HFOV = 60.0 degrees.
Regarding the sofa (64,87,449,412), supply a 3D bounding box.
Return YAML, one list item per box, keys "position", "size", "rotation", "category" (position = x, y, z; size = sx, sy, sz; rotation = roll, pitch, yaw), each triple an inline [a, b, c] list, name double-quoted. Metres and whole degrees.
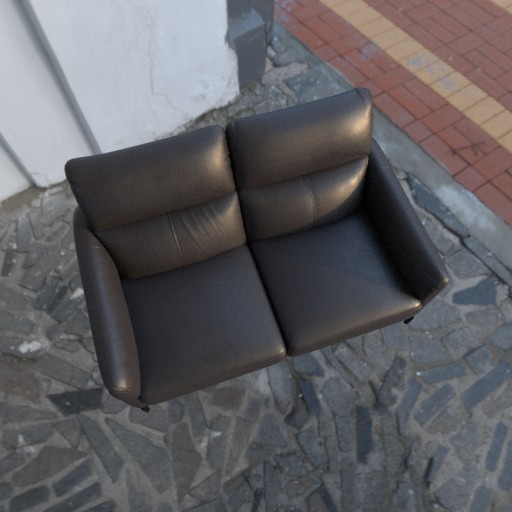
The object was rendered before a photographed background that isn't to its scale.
- position: [0.000, 0.000, 2.134]
  size: [1.596, 0.920, 0.958]
  rotation: [-17, 64, -8]
  category: "sofa"
